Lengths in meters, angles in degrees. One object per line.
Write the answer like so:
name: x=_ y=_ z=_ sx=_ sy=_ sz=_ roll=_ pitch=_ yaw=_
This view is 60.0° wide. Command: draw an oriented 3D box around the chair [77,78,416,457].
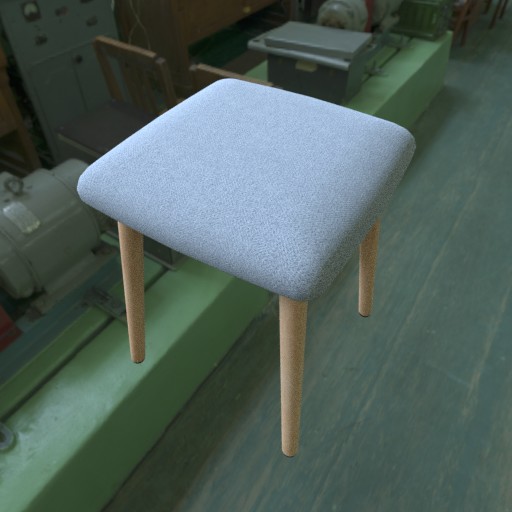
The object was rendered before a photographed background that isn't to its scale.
chair: x=0.000 y=0.000 z=0.709 sx=0.350 sy=0.440 sz=0.350 roll=24 pitch=51 yaw=21
